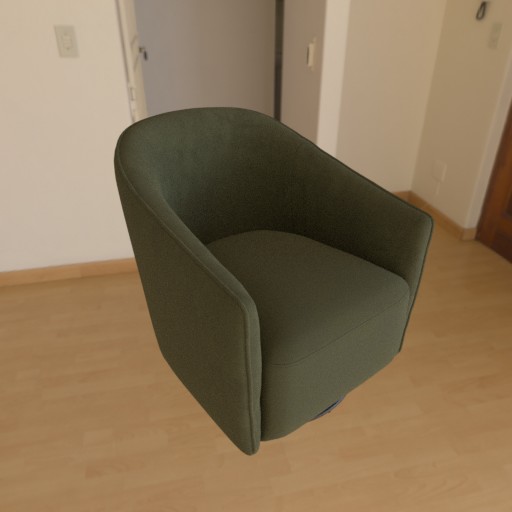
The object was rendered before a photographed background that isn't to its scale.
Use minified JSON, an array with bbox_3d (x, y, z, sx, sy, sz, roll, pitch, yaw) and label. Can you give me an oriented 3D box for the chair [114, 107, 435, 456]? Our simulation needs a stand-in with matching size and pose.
[{"bbox_3d":[0.000,0.000,1.456,0.747,0.799,0.875,-22,36,-32],"label":"chair"}]
